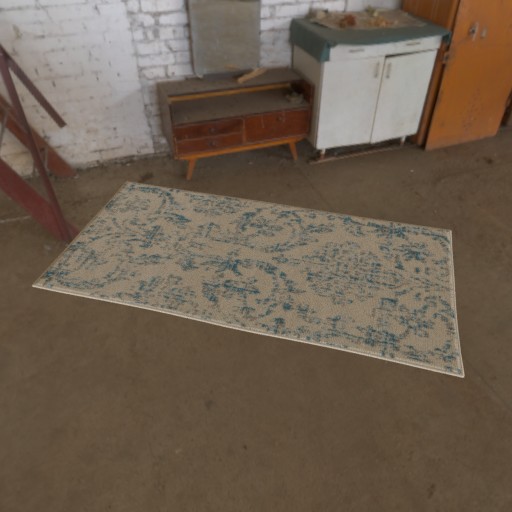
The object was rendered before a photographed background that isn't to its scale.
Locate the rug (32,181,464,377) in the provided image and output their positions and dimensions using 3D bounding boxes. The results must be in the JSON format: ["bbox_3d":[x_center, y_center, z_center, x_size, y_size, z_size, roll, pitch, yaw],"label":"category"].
[{"bbox_3d":[0.000,0.000,1.415,1.220,0.007,0.605,10,42,11],"label":"rug"}]
